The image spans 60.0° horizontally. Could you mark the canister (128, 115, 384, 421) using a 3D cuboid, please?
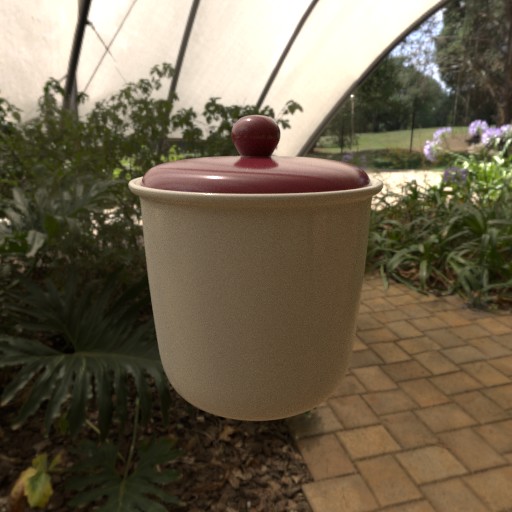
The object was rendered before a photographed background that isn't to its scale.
[{"bbox_3d":[0.000,0.000,0.343,0.182,0.208,0.182,0,15,0],"label":"canister"}]
